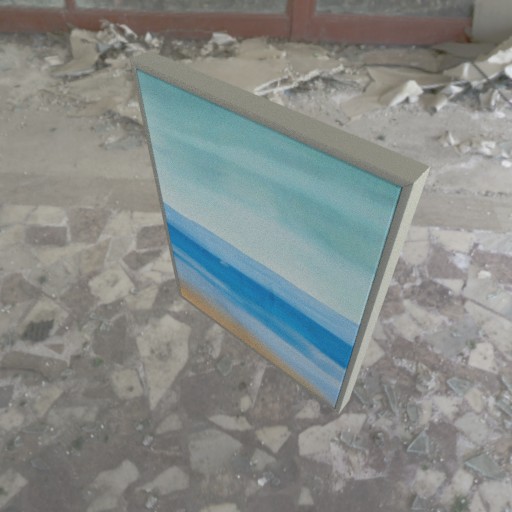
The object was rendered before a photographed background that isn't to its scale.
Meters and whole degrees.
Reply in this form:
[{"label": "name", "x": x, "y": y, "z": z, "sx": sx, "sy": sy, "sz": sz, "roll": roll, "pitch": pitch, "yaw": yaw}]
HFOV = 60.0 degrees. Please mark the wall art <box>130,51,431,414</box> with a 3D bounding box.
[{"label": "wall art", "x": 0.000, "y": 0.000, "z": 0.752, "sx": 0.445, "sy": 0.553, "sz": 0.039, "roll": 32, "pitch": 55, "yaw": 26}]
